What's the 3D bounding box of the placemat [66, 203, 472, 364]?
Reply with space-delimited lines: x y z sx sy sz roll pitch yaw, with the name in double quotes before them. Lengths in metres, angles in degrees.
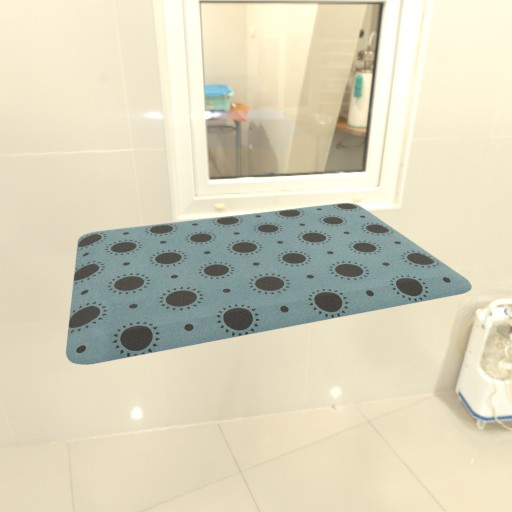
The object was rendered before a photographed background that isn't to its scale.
"placemat" 0.000 0.000 0.979 0.762 0.021 0.508 -8 28 -15
